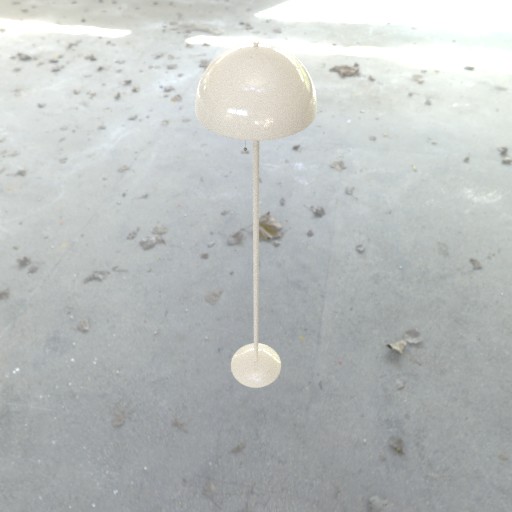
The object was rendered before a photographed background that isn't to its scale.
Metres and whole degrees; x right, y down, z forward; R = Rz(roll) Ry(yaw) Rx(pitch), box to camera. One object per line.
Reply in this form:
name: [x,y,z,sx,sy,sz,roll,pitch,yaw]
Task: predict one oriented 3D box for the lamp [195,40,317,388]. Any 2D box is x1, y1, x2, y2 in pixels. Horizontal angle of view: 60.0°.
lamp: [0.000,0.000,1.604,0.328,1.480,0.328,9,46,9]
